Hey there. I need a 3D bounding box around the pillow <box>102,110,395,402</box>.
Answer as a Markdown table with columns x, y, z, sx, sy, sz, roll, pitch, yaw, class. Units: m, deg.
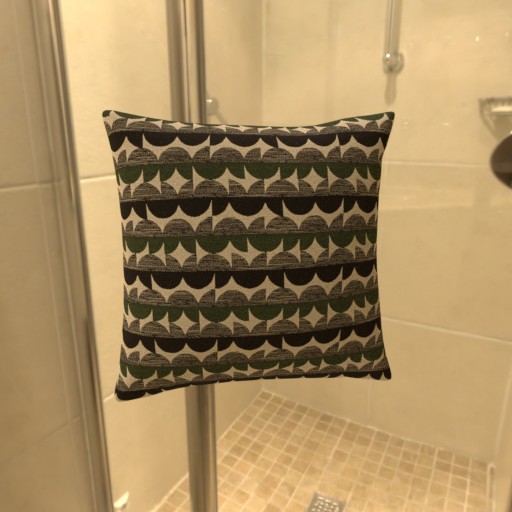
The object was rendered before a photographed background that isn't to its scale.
| x | y | z | sx | sy | sz | roll | pitch | yaw | class |
| --- | --- | --- | --- | --- | --- | --- | --- | --- | --- |
| 0.000 | 0.000 | 0.643 | 0.419 | 0.404 | 0.180 | -2 | 16 | -8 | pillow |
